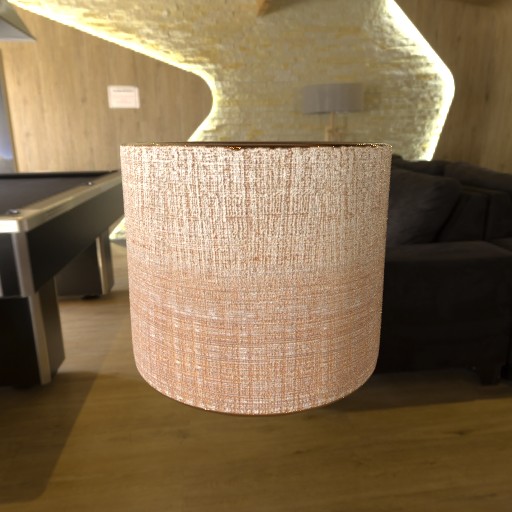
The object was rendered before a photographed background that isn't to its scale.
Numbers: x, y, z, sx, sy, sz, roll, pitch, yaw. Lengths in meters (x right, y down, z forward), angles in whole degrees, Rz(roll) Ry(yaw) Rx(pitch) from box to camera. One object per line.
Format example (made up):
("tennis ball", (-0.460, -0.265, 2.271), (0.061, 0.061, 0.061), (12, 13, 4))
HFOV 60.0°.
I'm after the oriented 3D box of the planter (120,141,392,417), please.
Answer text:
("planter", (0.000, 0.000, 0.315), (0.177, 0.157, 0.177), (0, 15, 0))
